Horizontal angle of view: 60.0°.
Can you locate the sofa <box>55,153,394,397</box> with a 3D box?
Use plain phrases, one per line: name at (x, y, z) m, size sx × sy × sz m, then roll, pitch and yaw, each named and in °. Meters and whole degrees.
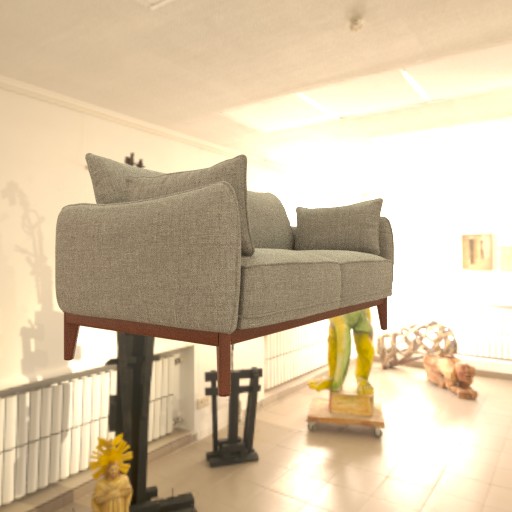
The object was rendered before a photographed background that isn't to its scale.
sofa at (0.000, 0.000, 2.167) m, size 0.972 × 0.851 × 1.580 m, roll 0°, pitch 0°, yaw 35°
